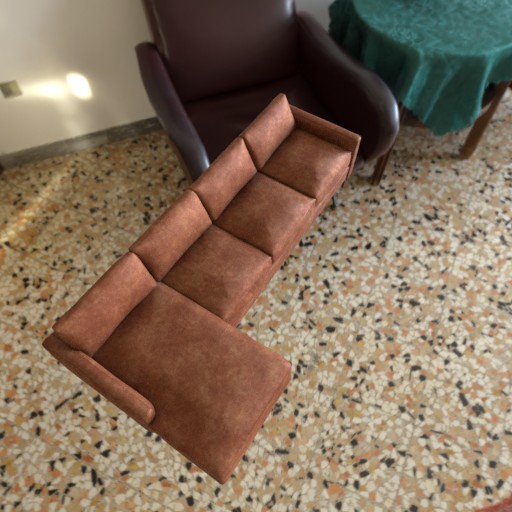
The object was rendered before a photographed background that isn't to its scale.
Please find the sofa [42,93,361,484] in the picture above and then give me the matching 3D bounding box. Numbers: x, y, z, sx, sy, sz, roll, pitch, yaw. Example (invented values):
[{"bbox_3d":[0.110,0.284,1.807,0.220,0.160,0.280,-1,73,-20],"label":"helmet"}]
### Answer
[{"bbox_3d":[0.000,0.000,3.572,1.471,0.859,2.993,29,62,17],"label":"sofa"}]
